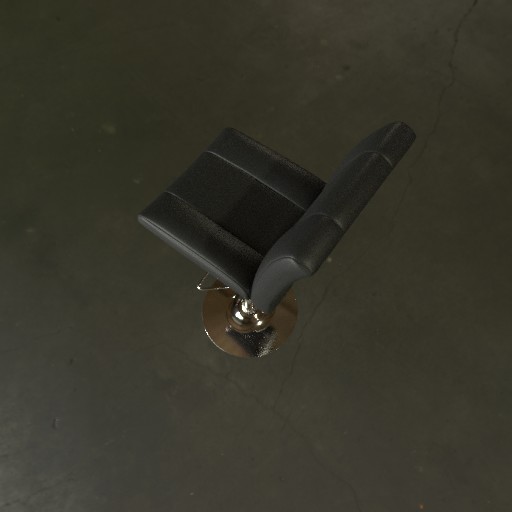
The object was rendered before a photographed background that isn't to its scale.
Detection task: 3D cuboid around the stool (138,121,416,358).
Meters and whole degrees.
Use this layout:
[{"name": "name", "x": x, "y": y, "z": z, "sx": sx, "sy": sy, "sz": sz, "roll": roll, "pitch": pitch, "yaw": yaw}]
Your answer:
[{"name": "stool", "x": 0.000, "y": 0.000, "z": 1.383, "sx": 0.520, "sy": 1.151, "sz": 0.415, "roll": 34, "pitch": 69, "yaw": 15}]
